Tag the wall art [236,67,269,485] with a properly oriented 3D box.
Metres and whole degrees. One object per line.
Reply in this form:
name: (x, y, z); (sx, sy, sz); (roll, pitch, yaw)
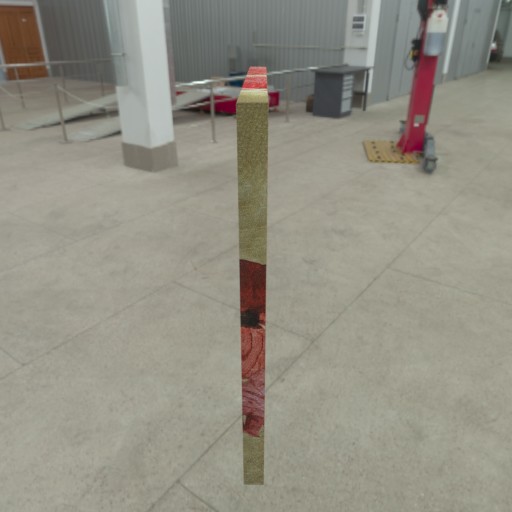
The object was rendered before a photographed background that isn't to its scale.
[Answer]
wall art: (0.000, 0.000, 0.681); (0.028, 0.508, 0.406); (0, 27, 1)
